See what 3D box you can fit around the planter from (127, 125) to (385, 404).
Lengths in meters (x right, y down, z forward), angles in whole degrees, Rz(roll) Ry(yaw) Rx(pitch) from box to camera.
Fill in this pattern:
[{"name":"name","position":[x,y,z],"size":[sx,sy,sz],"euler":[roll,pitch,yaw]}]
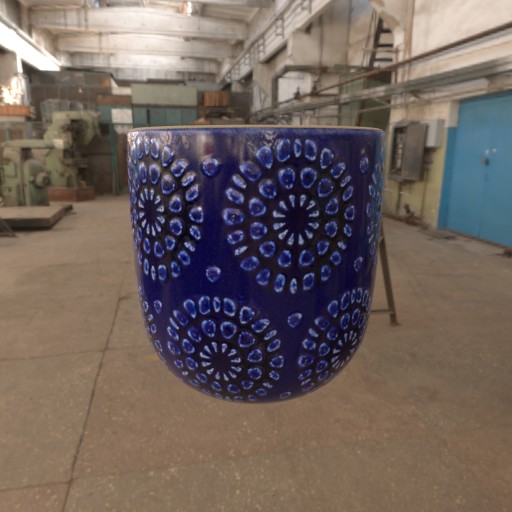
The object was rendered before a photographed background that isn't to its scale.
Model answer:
[{"name":"planter","position":[0.000,0.000,0.205],"size":[0.109,0.112,0.109],"euler":[0,14,0]}]
